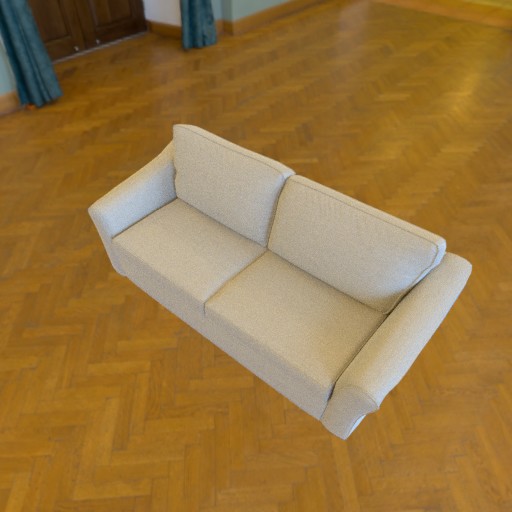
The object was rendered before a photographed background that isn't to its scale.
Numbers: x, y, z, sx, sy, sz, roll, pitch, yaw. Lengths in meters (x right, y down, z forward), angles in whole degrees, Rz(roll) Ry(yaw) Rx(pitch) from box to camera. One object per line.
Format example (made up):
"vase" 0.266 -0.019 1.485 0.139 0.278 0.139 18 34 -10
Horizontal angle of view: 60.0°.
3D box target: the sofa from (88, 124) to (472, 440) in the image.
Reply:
"sofa" 0.000 0.000 2.820 2.270 0.965 0.980 30 52 27
